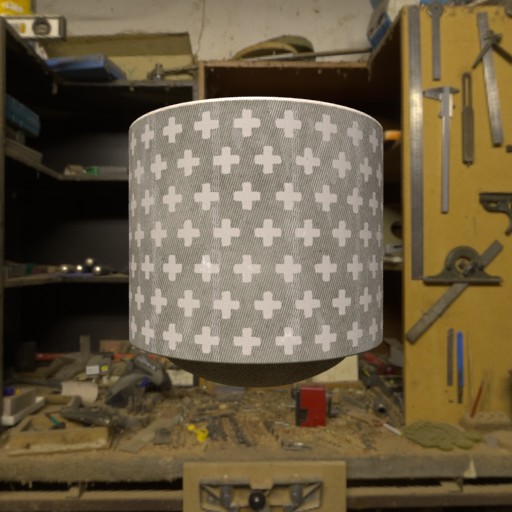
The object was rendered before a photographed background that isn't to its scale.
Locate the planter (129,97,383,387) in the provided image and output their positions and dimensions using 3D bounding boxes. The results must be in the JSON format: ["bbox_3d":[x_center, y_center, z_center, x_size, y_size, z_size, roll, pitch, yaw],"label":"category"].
[{"bbox_3d":[0.000,0.000,0.345,0.190,0.181,0.190,0,0,0],"label":"planter"}]
